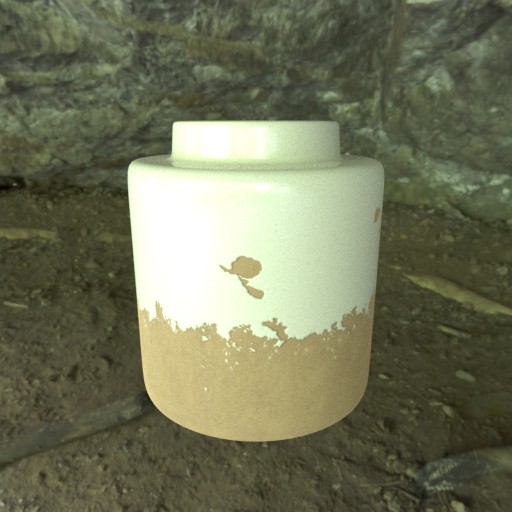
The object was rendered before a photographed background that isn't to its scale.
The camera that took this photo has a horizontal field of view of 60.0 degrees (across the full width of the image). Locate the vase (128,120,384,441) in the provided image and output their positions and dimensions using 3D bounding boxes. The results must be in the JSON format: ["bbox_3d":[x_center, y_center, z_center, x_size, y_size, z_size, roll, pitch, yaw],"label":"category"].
[{"bbox_3d":[0.000,0.000,0.288,0.153,0.167,0.153,0,16,0],"label":"vase"}]
